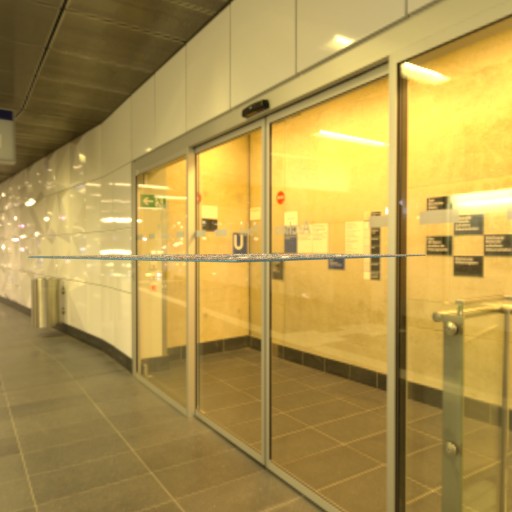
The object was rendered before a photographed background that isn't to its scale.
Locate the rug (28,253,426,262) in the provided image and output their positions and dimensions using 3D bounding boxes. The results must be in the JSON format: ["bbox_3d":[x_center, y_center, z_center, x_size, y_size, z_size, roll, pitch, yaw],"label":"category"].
[{"bbox_3d":[0.000,0.000,3.069,1.622,0.009,2.373,1,1,37],"label":"rug"}]
